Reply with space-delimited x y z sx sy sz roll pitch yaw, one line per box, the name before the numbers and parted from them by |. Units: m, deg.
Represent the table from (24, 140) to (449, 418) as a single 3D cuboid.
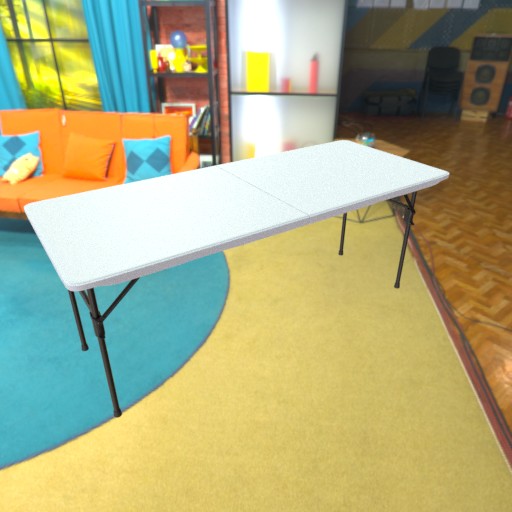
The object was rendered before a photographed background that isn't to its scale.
table | 0.000 0.000 2.182 1.829 0.719 0.761 -18 34 -29
